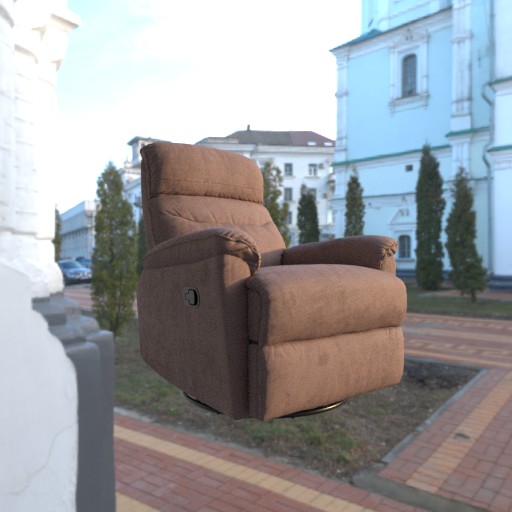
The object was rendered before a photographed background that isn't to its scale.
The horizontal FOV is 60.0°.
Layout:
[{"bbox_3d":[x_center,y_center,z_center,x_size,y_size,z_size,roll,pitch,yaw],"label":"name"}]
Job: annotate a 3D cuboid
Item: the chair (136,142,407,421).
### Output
[{"bbox_3d":[0.000,0.000,1.770,0.820,1.037,1.004,0,0,-37],"label":"chair"}]
